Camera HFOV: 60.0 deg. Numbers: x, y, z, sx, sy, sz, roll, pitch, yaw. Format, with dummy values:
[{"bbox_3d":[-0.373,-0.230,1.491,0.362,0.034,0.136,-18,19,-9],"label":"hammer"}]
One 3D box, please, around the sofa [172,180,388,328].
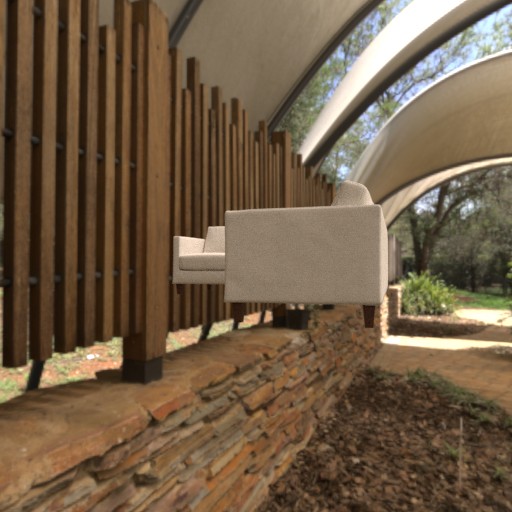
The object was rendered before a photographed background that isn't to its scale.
[{"bbox_3d":[0.000,0.000,4.289,2.432,0.863,3.182,0,-1,17],"label":"sofa"}]
